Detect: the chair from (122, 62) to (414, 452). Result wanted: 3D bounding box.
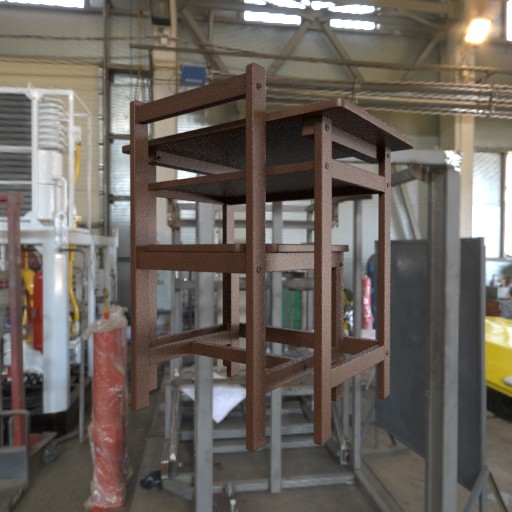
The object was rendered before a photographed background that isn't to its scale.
[{"bbox_3d":[0.000,0.000,1.047,0.599,0.673,0.463,1,1,37],"label":"chair"}]
